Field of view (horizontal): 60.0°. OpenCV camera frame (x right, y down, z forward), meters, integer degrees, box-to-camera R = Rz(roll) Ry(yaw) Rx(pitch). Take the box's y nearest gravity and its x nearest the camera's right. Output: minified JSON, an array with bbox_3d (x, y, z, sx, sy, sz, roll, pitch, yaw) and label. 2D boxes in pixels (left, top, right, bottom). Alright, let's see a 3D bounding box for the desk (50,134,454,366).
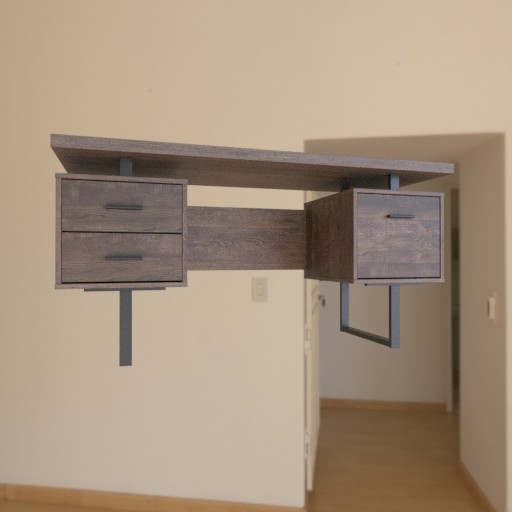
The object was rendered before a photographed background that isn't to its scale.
[{"bbox_3d":[0.000,0.000,1.892,1.524,0.760,0.600,0,0,-17],"label":"desk"}]
